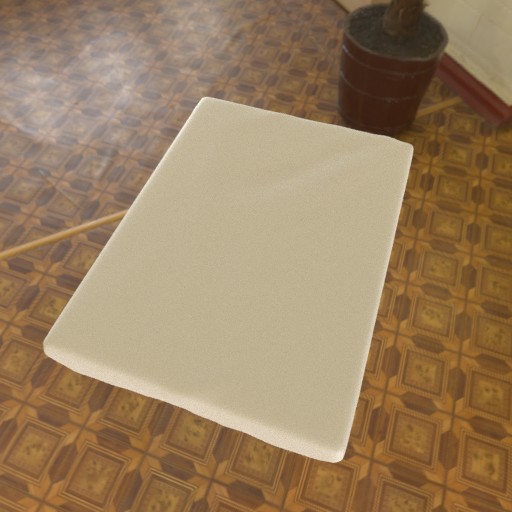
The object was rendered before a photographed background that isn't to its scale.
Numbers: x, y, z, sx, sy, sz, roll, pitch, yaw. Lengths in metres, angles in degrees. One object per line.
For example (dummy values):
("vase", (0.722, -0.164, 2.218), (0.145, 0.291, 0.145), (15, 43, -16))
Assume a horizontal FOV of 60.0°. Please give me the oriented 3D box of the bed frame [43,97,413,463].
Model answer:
("bed frame", (0.000, 0.000, 2.847), (1.584, 0.667, 2.151), (17, 58, 10))
